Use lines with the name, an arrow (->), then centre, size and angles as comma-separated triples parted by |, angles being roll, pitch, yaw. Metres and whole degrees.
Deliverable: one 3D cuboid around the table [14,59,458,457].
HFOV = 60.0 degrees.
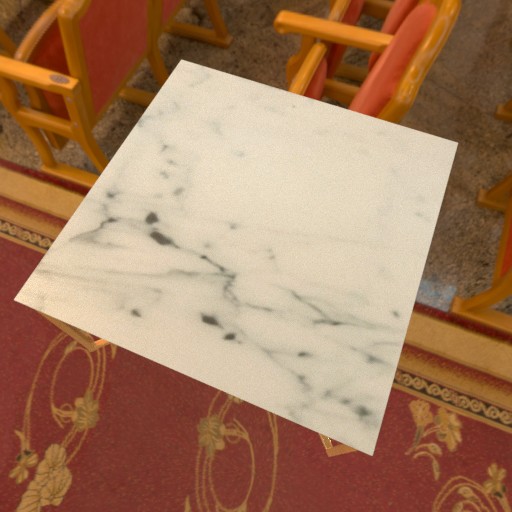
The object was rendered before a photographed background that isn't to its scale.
table -> 0.000, 0.000, 1.252 | 0.800, 0.450, 0.800 | 20, 66, 10
